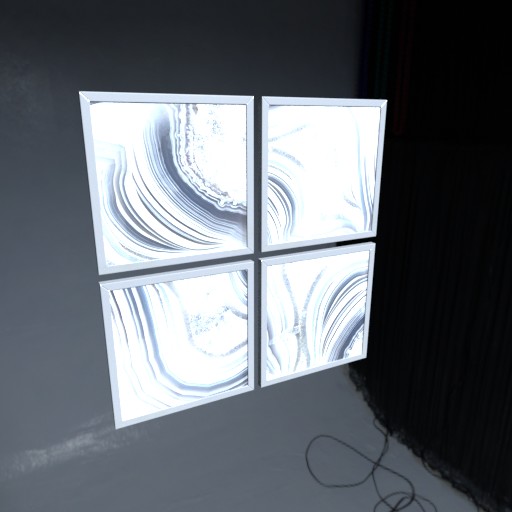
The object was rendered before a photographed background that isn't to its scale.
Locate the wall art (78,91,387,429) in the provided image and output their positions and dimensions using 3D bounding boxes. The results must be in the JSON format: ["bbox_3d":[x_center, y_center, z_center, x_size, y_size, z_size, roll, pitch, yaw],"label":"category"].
[{"bbox_3d":[0.000,0.000,1.650,1.118,1.118,0.029,-8,19,-25],"label":"wall art"}]
